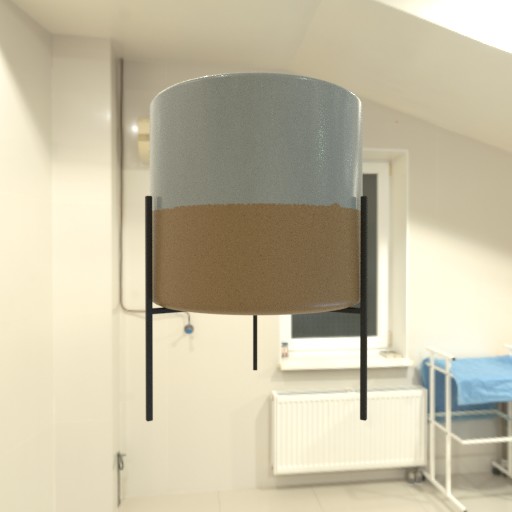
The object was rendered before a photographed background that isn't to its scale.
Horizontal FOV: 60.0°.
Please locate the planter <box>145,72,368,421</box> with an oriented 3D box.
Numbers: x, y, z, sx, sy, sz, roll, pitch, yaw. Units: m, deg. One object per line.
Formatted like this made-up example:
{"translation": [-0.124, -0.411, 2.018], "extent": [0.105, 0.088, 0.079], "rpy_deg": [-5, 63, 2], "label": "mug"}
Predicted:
{"translation": [0.000, 0.000, 0.746], "extent": [0.348, 0.480, 0.360], "rpy_deg": [0, 1, -1], "label": "planter"}
